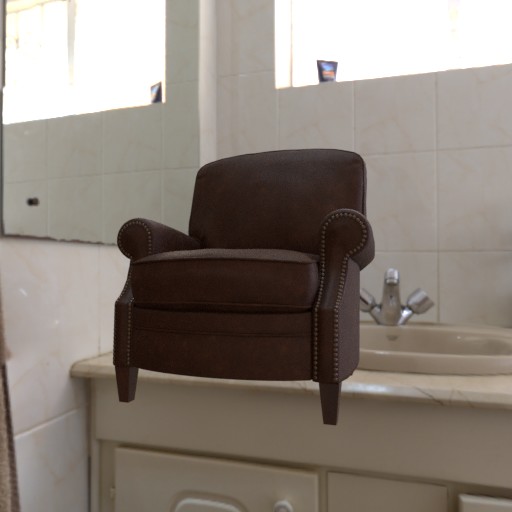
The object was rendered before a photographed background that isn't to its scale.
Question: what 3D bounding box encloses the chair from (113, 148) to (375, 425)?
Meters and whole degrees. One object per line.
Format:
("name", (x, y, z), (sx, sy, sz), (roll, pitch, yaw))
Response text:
("chair", (0.000, 0.000, 1.780), (0.936, 1.018, 0.986), (-1, -2, 18))
